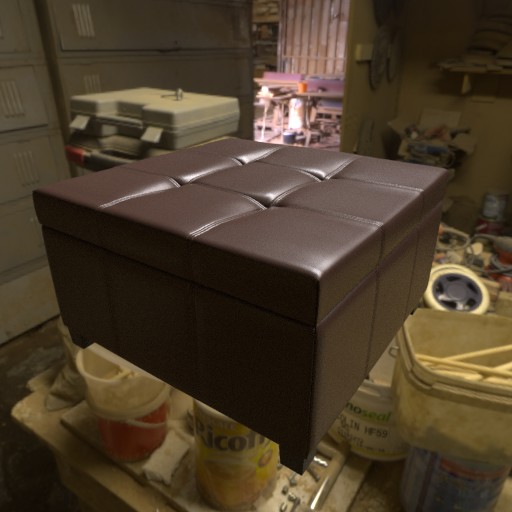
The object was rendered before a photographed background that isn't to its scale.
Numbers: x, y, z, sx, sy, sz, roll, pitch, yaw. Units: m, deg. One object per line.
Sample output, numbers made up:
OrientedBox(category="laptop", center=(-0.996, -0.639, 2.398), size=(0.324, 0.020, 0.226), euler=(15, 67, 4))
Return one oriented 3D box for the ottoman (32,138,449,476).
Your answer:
OrientedBox(category="ottoman", center=(0.000, 0.000, 1.234), size=(0.787, 0.460, 0.788), euler=(17, 31, 31))
